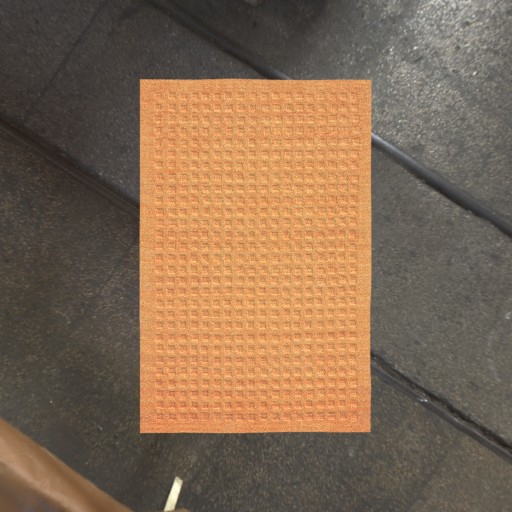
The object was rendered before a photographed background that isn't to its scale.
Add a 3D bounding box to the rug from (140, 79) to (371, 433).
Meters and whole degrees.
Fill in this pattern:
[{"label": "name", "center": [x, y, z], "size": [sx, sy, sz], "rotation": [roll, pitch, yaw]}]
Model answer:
[{"label": "rug", "center": [0.000, 0.000, 2.191], "size": [1.143, 0.006, 1.747], "rotation": [0, 90, -1]}]
